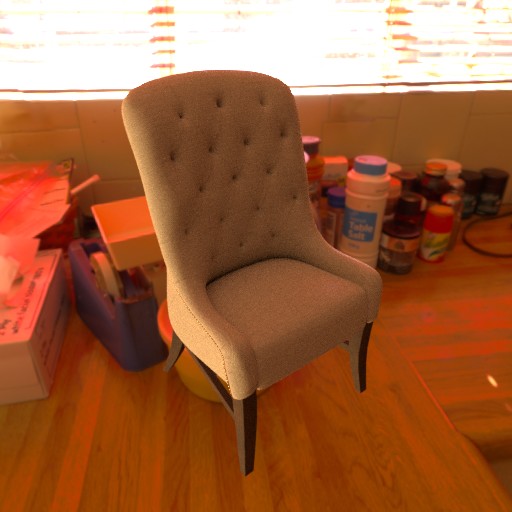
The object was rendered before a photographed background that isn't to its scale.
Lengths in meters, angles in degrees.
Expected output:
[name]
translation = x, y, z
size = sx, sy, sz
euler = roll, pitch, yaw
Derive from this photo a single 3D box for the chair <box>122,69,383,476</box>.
[chair]
translation = 0.000, 0.000, 1.467
size = 0.634, 1.091, 0.629
euler = -21, 36, -33
